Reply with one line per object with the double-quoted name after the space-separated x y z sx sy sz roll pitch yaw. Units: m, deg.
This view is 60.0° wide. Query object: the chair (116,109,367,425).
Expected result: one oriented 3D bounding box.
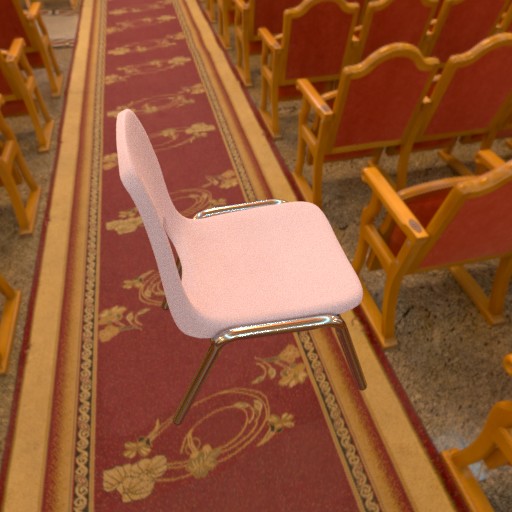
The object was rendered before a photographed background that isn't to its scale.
0.000 0.000 0.854 0.423 0.586 0.354 -9 46 -9 "chair"
